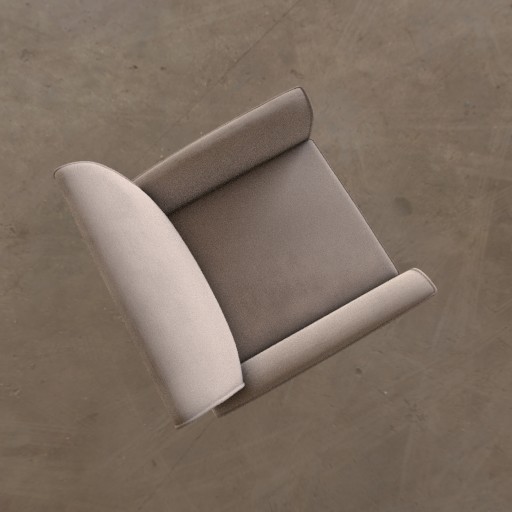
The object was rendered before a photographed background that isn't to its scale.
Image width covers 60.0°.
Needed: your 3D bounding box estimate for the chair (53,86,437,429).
[{"bbox_3d":[0.000,0.000,1.539,0.821,0.915,0.820,-28,78,-7],"label":"chair"}]
